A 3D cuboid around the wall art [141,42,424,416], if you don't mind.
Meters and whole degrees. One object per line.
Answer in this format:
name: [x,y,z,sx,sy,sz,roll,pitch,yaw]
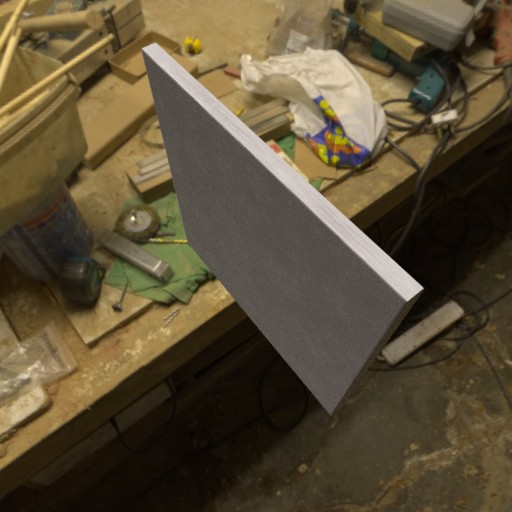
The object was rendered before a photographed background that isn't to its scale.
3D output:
wall art: [0.000,0.000,0.448,0.015,0.303,0.303,-33,64,-19]
